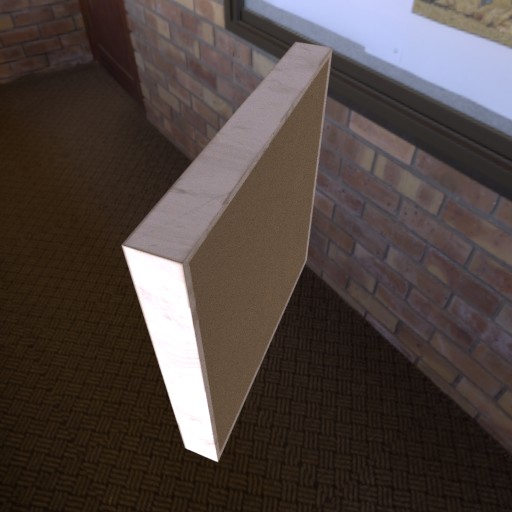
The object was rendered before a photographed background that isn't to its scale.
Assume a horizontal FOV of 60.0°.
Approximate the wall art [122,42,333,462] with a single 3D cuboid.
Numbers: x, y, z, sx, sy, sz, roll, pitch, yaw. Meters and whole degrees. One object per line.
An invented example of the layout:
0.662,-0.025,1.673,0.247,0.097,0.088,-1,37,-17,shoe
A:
0.000,0.000,0.447,0.038,0.303,0.305,16,49,15,wall art
